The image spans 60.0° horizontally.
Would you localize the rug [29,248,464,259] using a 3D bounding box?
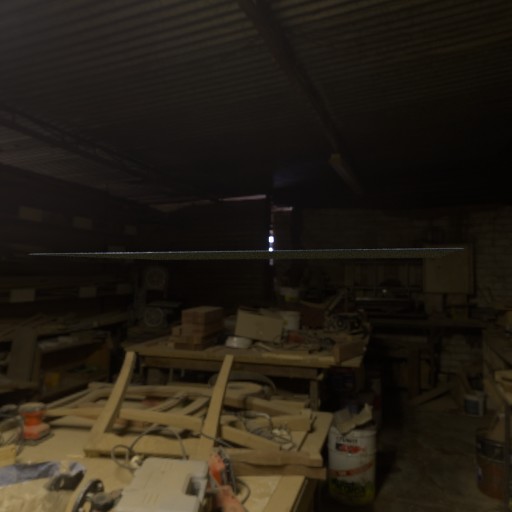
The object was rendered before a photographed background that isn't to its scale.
[{"bbox_3d":[0.000,0.000,3.052,2.440,0.007,1.525,-1,-2,19],"label":"rug"}]
